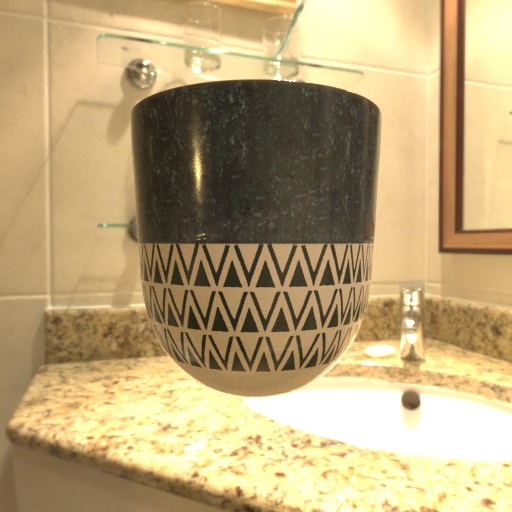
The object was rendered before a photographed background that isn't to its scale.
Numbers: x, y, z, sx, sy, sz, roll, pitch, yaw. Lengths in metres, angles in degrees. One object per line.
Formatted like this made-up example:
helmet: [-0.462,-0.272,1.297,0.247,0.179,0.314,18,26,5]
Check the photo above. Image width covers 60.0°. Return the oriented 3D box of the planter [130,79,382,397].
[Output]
planter: [0.000,0.000,0.360,0.195,0.214,0.195,0,2,0]
